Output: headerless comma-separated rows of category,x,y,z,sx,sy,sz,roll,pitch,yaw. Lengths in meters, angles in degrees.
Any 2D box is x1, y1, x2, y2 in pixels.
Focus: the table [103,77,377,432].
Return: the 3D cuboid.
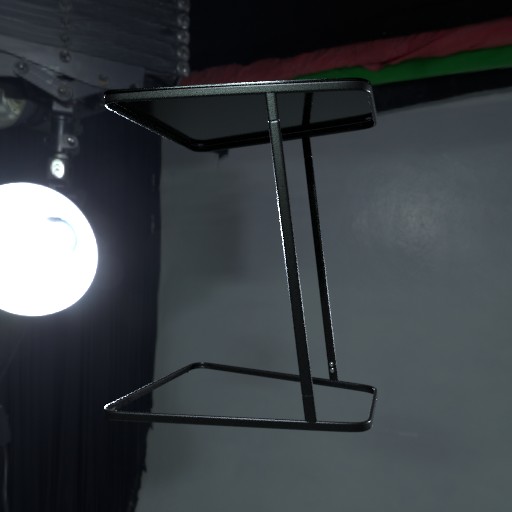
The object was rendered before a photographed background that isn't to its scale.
table,0.000,0.000,0.964,0.500,0.624,0.427,0,0,18
